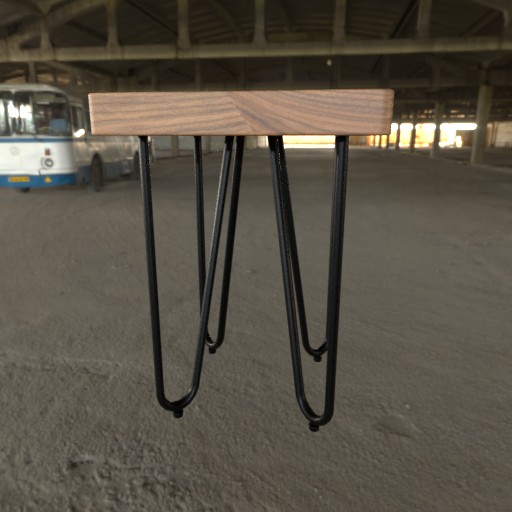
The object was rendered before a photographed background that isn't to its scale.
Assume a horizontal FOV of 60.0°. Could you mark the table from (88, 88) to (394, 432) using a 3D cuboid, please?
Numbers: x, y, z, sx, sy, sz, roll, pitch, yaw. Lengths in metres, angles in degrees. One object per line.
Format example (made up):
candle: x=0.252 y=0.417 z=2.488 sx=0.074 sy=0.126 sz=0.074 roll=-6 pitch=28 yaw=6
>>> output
table: x=0.000 y=0.000 z=0.976 sx=0.480 sy=0.641 sz=0.479 roll=2 pitch=15 yaw=9
